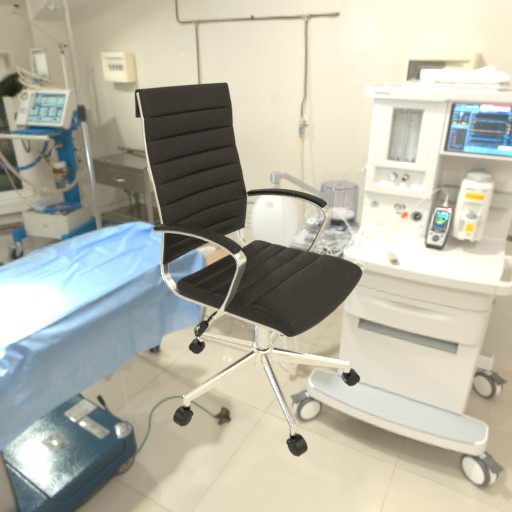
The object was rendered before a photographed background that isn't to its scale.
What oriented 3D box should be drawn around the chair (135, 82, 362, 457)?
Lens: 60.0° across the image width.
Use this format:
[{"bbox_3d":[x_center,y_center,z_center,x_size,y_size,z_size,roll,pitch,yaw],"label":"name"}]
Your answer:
[{"bbox_3d":[0.000,0.000,1.629,0.739,1.149,0.766,17,30,33],"label":"chair"}]
